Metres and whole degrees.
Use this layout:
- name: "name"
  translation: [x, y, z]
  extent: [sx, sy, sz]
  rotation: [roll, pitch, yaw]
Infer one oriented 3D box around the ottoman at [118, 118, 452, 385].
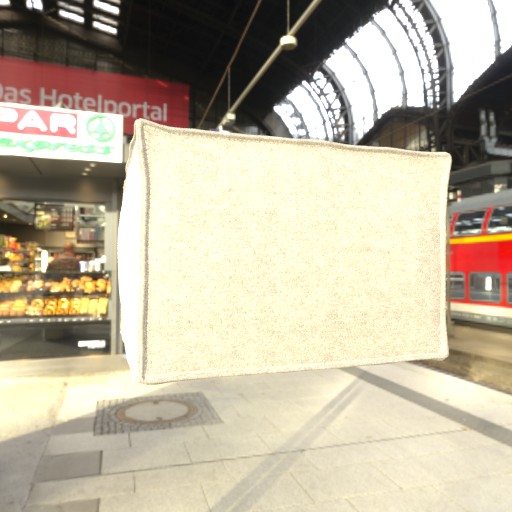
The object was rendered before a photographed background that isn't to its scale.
- name: "ottoman"
  translation: [0.000, 0.000, 1.167]
  extent: [0.696, 0.470, 0.707]
  rotation: [1, -2, -19]
